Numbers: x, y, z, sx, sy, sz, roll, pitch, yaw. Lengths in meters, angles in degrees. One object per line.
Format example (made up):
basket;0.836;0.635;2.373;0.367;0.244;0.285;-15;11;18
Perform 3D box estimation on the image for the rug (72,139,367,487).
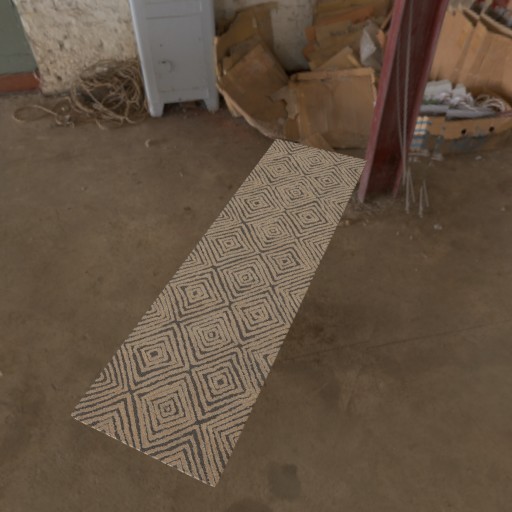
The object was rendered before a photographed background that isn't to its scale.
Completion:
rug;0.000;0.000;2.448;0.676;0.008;2.277;18;49;16
